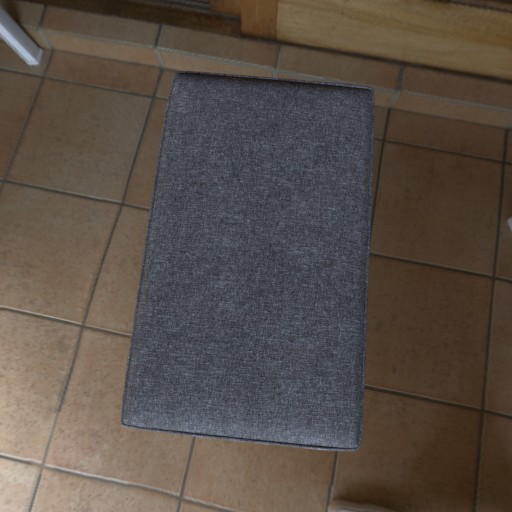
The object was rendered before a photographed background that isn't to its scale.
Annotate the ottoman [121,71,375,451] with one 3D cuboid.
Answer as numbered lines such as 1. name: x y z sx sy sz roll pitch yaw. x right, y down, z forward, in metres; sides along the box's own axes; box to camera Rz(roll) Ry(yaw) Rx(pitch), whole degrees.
1. ottoman: 0.000 0.000 1.562 0.717 0.487 1.184 6 76 1
